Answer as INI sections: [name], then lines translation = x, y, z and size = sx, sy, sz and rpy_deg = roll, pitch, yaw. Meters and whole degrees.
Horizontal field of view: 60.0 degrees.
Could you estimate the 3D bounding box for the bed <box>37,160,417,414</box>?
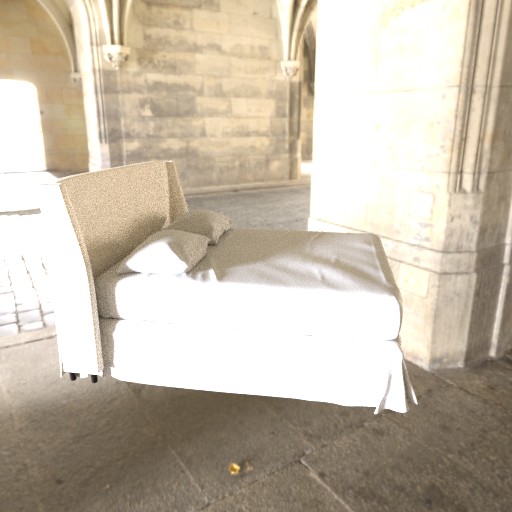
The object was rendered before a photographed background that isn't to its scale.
[bed]
translation = 0.000, 0.000, 3.448
size = 2.276, 1.332, 1.925
rpy_deg = 3, 17, 10
